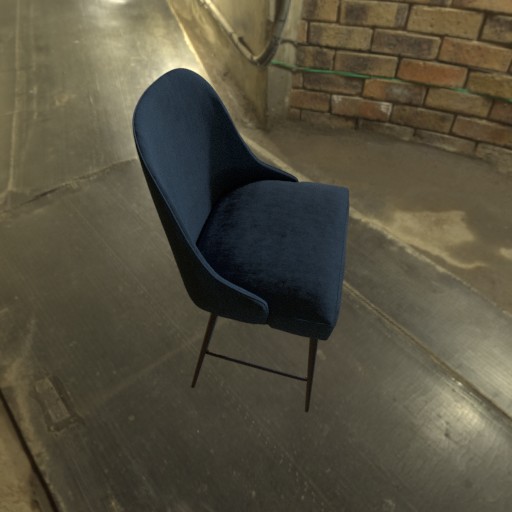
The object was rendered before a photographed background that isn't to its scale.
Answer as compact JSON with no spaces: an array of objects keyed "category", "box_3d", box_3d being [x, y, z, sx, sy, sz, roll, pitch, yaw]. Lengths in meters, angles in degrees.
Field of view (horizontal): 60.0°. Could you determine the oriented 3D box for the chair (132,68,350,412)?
[{"category":"chair","box_3d":[0.000,0.000,1.254,0.489,0.927,0.526,9,47,8]}]
